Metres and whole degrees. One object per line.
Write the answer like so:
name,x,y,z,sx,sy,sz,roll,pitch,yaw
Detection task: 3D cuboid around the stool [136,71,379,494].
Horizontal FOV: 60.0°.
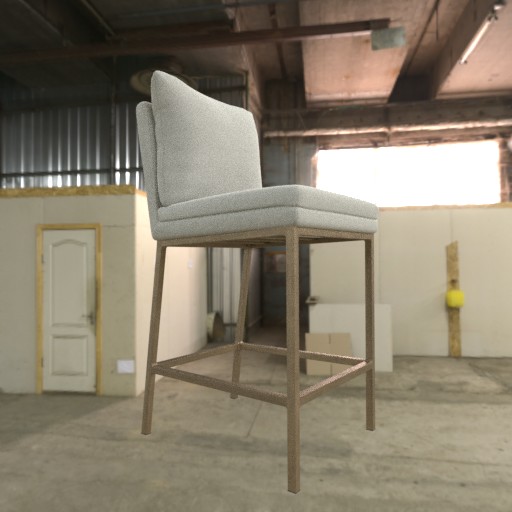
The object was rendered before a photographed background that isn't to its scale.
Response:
stool,0.000,0.000,1.293,0.572,1.032,0.463,0,0,37
